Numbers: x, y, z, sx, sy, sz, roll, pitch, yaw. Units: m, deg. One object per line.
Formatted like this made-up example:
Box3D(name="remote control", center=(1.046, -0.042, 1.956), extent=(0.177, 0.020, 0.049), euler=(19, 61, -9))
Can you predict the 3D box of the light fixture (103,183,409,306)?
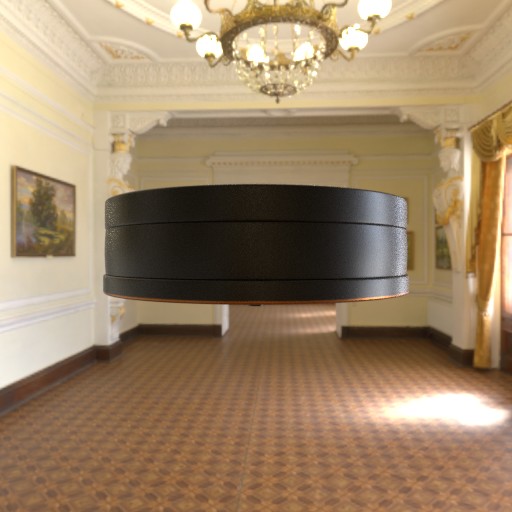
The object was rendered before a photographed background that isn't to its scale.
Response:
Box3D(name="light fixture", center=(0.000, 0.000, 0.434), extent=(0.283, 0.097, 0.283), euler=(0, 0, 0))
